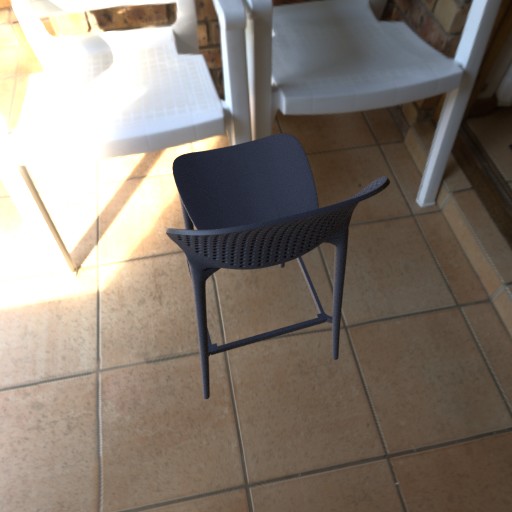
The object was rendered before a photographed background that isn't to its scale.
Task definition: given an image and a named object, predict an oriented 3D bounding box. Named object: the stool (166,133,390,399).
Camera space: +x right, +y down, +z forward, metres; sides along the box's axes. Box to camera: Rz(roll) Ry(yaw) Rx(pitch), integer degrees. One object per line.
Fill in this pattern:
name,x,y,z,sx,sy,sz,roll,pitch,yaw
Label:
stool,0.000,0.000,1.350,0.536,1.045,0.535,-14,58,-9
